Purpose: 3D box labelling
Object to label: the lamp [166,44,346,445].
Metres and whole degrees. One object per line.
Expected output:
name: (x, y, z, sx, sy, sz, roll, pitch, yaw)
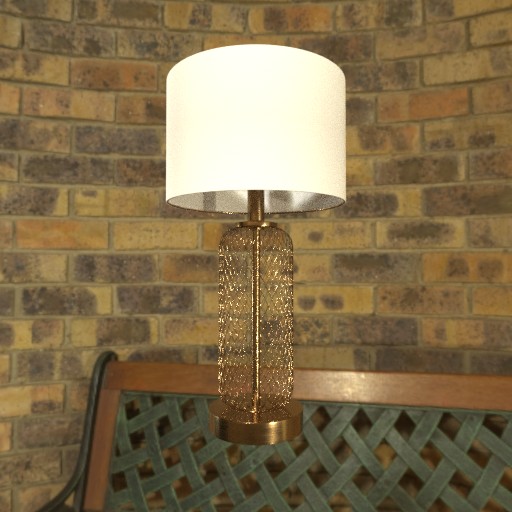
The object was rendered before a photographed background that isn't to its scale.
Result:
lamp: (0.000, 0.000, 0.632, 0.252, 0.483, 0.252, 0, -1, -18)
